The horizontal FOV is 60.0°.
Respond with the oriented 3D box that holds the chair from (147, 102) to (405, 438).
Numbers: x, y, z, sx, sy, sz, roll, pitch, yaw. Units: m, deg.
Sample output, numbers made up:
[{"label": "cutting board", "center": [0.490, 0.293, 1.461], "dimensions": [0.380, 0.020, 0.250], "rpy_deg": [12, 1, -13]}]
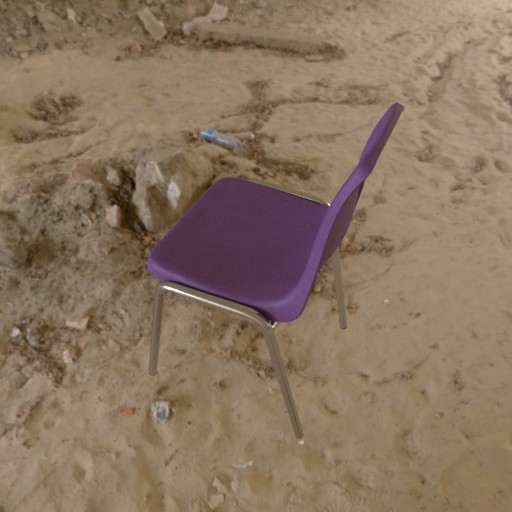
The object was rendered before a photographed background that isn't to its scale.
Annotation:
[{"label": "chair", "center": [0.000, 0.000, 0.939], "dimensions": [0.432, 0.704, 0.381], "rpy_deg": [19, 48, 18]}]
